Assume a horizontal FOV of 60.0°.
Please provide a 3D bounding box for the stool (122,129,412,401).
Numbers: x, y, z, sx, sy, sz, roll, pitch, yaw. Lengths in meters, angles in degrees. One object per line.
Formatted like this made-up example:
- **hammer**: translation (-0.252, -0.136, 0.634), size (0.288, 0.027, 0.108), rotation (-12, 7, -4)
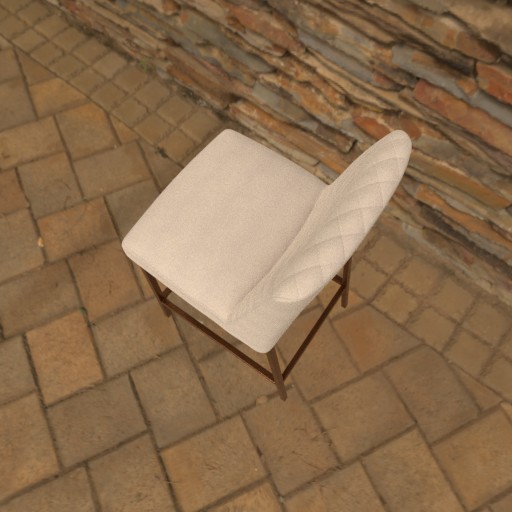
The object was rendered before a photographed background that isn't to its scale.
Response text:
- **stool**: translation (0.000, 0.000, 1.321), size (0.576, 0.973, 0.507), rotation (32, 69, 14)
